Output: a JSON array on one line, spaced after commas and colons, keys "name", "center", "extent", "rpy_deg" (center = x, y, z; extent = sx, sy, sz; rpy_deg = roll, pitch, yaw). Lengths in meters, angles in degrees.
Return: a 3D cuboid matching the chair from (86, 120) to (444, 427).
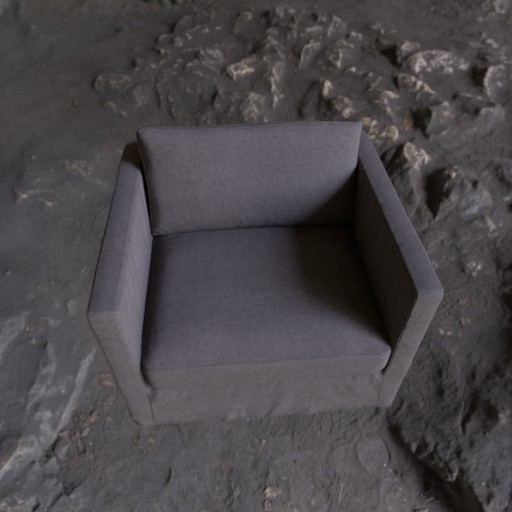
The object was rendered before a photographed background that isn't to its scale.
[{"name": "chair", "center": [0.000, 0.000, 1.752], "extent": [1.057, 0.863, 0.949], "rpy_deg": [-3, 46, -3]}]
